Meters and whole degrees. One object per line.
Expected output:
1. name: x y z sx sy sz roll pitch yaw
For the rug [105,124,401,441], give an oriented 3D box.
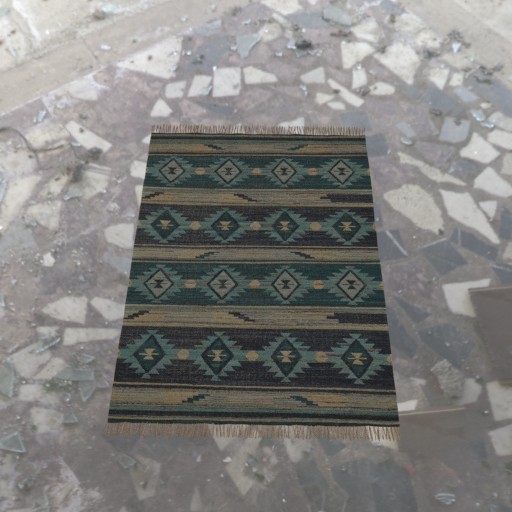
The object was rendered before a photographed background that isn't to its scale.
1. rug: 0.000 0.000 4.304 2.418 0.047 3.307 1 64 0
